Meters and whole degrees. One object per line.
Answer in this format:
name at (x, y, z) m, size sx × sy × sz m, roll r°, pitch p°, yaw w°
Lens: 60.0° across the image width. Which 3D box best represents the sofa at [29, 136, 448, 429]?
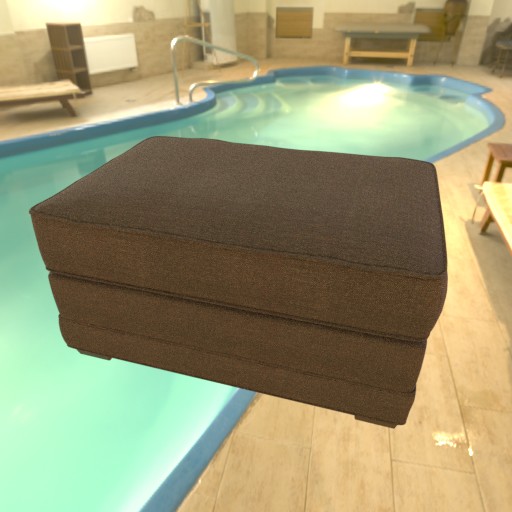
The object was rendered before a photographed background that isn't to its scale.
sofa at (0.000, 0.000, 1.158) m, size 0.854 × 0.457 × 0.578 m, roll 9°, pitch 33°, yaw 14°
